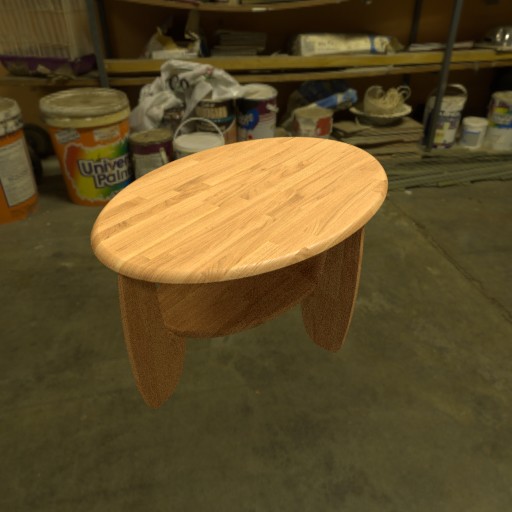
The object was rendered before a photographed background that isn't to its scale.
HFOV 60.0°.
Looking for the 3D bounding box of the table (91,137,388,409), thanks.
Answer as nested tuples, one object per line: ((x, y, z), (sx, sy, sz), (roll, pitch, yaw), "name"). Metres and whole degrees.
((0.000, 0.000, 1.418), (0.690, 0.490, 1.040), (21, 38, 29), "table")
